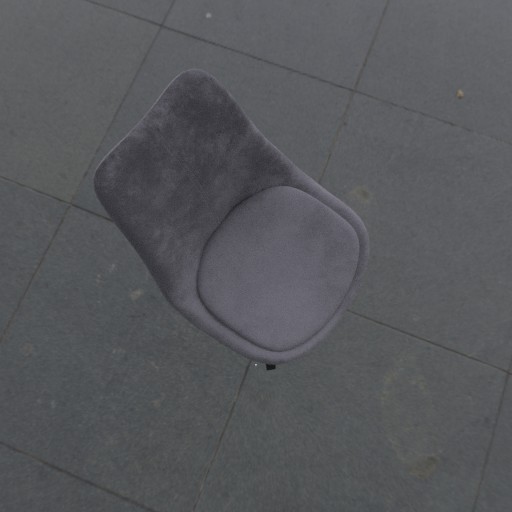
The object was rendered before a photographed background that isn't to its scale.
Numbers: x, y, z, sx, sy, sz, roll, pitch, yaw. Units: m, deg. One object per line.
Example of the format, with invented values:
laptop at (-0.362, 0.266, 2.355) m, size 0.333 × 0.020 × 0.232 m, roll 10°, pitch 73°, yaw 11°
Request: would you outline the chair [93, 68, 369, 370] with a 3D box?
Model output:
chair at (0.000, 0.000, 1.189) m, size 0.550 × 0.850 × 0.485 m, roll 36°, pitch 79°, yaw 8°
